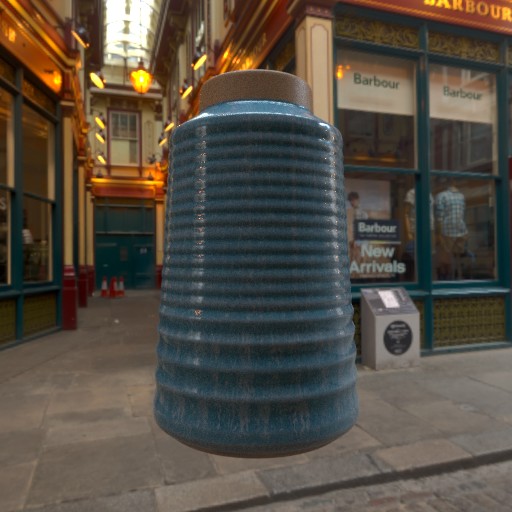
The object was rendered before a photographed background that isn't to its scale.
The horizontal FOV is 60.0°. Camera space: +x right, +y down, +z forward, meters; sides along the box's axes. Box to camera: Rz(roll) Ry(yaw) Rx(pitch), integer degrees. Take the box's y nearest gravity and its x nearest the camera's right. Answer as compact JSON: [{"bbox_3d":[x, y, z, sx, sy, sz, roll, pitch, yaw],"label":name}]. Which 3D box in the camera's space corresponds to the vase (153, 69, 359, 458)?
[{"bbox_3d":[0.000,0.000,0.360,0.163,0.267,0.163,0,0,0],"label":"vase"}]
